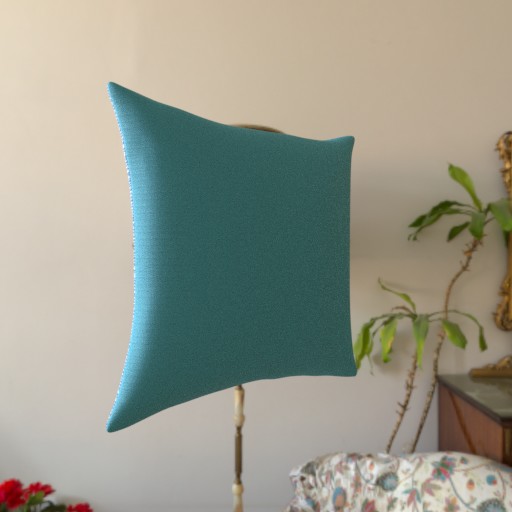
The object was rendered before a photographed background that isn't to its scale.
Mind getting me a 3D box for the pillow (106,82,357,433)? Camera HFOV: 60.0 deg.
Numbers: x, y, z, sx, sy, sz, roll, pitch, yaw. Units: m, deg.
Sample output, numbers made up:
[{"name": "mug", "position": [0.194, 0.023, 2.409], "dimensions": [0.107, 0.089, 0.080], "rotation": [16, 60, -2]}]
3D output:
[{"name": "pillow", "position": [0.000, 0.000, 0.770], "dimensions": [0.514, 0.497, 0.150], "rotation": [0, -1, -36]}]
